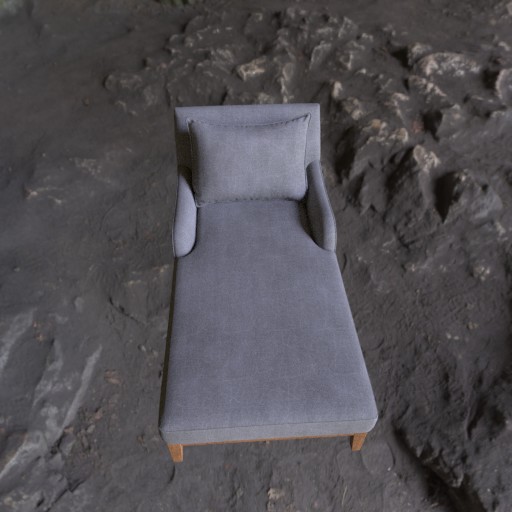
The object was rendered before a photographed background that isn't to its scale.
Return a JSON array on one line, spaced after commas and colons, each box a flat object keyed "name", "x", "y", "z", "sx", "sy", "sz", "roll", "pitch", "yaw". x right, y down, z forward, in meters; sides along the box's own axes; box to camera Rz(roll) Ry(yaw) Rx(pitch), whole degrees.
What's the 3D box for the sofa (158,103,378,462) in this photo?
[{"name": "sofa", "x": 0.000, "y": 0.000, "z": 2.319, "sx": 0.894, "sy": 0.859, "sz": 1.779, "roll": -3, "pitch": 46, "yaw": -2}]
